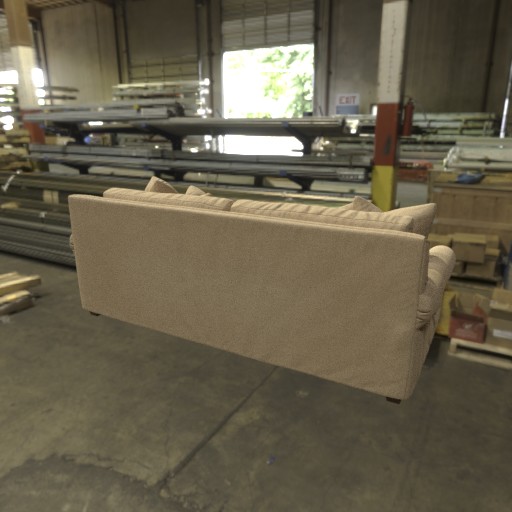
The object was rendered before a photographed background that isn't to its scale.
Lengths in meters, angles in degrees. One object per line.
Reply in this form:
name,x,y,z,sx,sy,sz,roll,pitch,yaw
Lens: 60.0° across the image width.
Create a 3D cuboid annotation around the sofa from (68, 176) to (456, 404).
sofa,0.000,0.000,2.835,2.285,0.904,1.067,9,20,27
